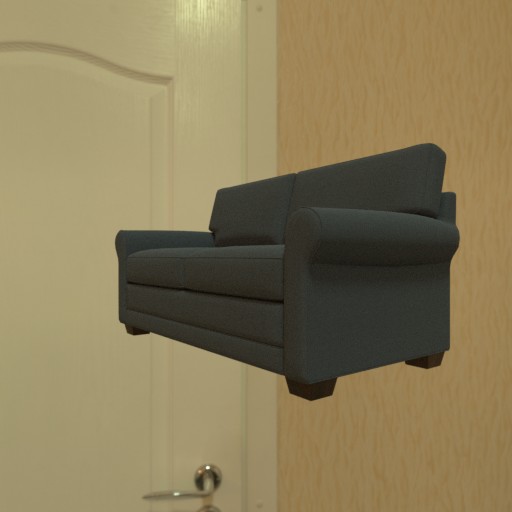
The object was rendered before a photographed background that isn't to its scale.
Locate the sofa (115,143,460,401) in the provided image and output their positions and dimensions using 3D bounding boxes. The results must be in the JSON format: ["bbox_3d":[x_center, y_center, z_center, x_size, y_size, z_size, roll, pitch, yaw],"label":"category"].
[{"bbox_3d":[0.000,0.000,2.489,0.940,1.020,1.930,0,0,-37],"label":"sofa"}]
